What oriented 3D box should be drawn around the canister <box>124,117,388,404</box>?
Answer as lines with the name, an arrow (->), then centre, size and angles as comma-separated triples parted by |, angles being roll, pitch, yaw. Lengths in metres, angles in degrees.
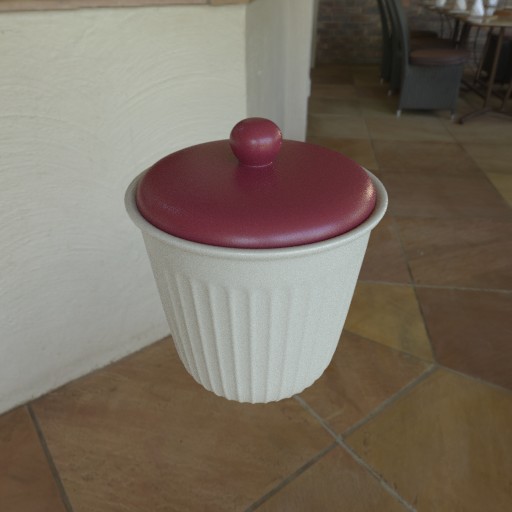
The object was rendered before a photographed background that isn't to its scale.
canister -> 0.000, 0.000, 0.344 | 0.181, 0.211, 0.181 | 0, 32, 0
